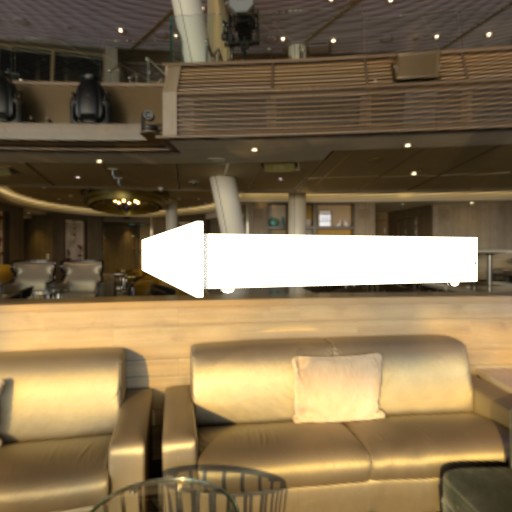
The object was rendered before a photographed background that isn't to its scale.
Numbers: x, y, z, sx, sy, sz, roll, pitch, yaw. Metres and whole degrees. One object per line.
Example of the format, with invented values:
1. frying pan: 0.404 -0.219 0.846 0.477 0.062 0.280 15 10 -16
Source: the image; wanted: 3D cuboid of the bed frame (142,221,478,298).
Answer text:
1. bed frame: 0.000 0.000 1.531 0.670 0.141 1.300 0 1 -19
